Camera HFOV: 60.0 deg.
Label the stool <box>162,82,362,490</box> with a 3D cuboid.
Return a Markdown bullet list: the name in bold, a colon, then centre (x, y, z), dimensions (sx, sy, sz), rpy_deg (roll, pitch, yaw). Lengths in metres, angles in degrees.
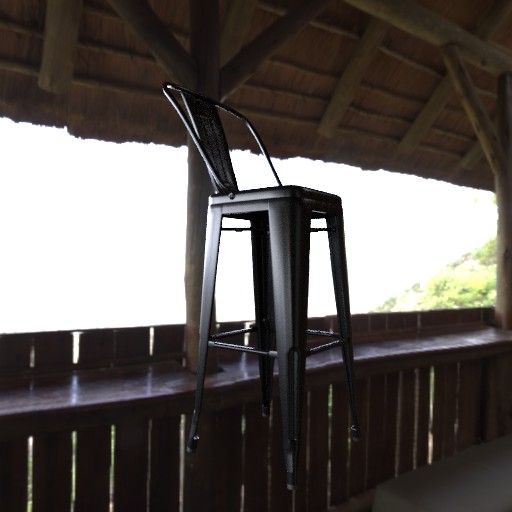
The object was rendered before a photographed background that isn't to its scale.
- **stool**: centre (0.000, 0.000, 1.326), dimensions (0.513, 1.096, 0.399), rpy_deg (0, -1, 37)
